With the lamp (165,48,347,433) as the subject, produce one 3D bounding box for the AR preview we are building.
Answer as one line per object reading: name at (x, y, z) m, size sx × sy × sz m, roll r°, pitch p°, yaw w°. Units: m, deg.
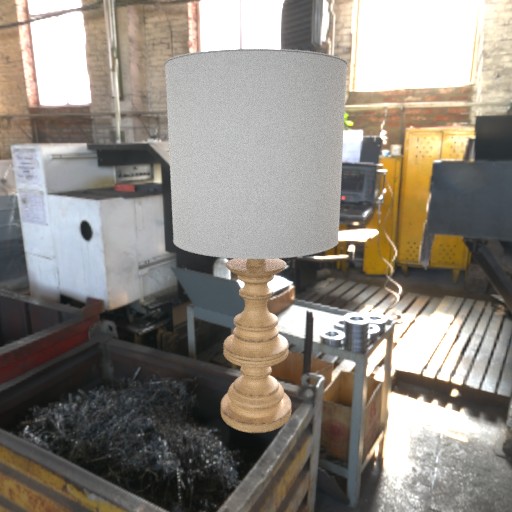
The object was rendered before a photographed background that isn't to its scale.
lamp at (0.000, 0.000, 0.573) m, size 0.208 × 0.455 × 0.208 m, roll -2°, pitch 15°, yaw -9°
